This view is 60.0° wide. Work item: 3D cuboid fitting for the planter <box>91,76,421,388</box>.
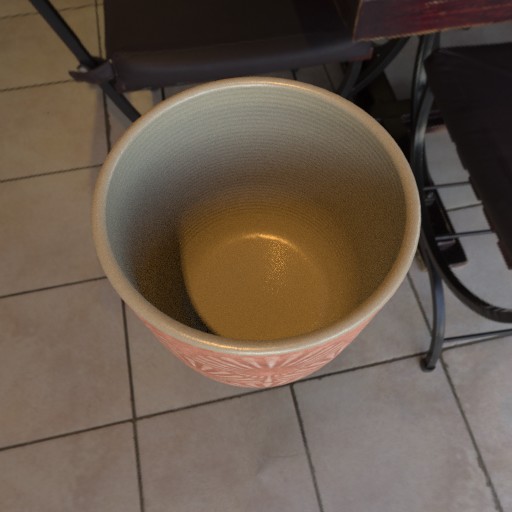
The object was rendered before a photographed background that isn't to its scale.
[{"bbox_3d":[0.000,0.000,0.216,0.124,0.109,0.124,0,64,0],"label":"planter"}]
